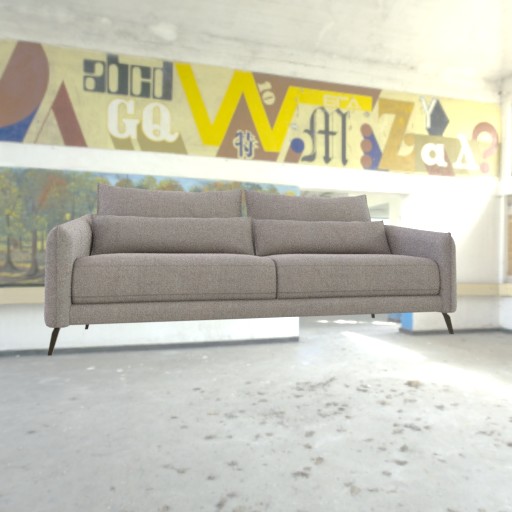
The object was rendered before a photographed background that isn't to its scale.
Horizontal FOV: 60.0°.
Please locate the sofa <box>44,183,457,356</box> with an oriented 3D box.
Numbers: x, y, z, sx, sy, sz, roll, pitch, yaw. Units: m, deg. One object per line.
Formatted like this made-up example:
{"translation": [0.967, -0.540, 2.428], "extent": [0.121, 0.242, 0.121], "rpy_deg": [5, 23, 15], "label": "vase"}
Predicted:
{"translation": [0.000, 0.000, 2.446], "extent": [2.022, 0.833, 0.809], "rpy_deg": [0, -1, -16], "label": "sofa"}
